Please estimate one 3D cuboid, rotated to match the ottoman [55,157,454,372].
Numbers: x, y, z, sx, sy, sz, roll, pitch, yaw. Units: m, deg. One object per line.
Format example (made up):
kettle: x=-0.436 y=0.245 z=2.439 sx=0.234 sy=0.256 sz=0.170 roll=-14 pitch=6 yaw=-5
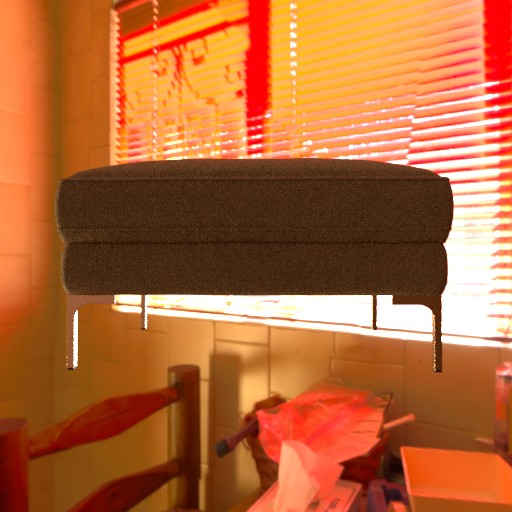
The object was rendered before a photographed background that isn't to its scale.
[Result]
ottoman: x=0.000 y=0.000 z=1.152 sx=0.785 sy=0.464 sz=0.583 roll=0 pitch=-1 yaw=2
